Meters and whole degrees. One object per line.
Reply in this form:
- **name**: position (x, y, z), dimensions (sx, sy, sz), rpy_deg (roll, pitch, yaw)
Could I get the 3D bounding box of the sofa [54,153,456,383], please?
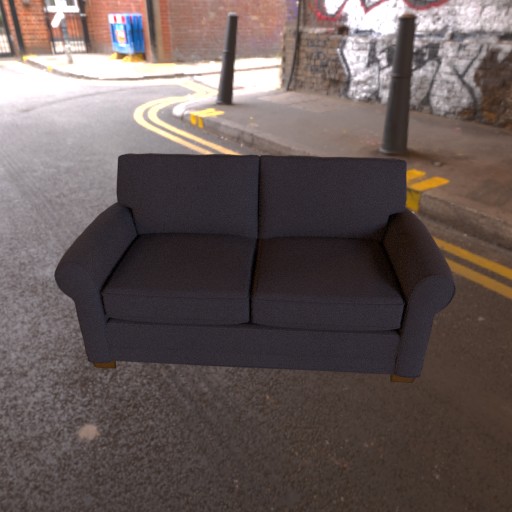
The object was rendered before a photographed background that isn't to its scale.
- **sofa**: position (0.000, 0.000, 2.583), dimensions (2.009, 1.031, 0.951), rpy_deg (2, 28, 3)
